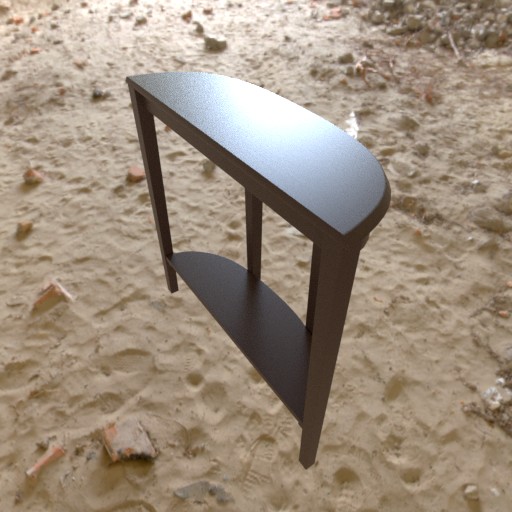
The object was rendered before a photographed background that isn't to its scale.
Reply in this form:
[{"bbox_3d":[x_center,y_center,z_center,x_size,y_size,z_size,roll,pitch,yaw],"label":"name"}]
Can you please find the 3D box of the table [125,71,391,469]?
[{"bbox_3d":[0.000,0.000,1.289,0.274,0.831,0.909,-24,46,-26],"label":"table"}]
